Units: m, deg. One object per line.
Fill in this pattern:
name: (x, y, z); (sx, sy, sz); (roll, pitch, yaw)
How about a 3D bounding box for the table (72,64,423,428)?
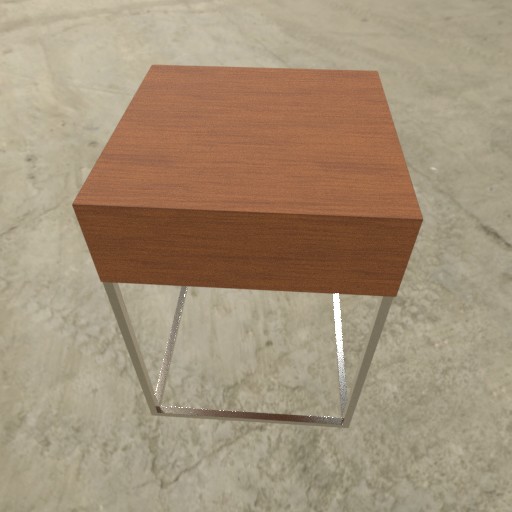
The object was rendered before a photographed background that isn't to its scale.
table: (0.000, 0.000, 0.830); (0.397, 0.540, 0.398); (3, 45, 3)
